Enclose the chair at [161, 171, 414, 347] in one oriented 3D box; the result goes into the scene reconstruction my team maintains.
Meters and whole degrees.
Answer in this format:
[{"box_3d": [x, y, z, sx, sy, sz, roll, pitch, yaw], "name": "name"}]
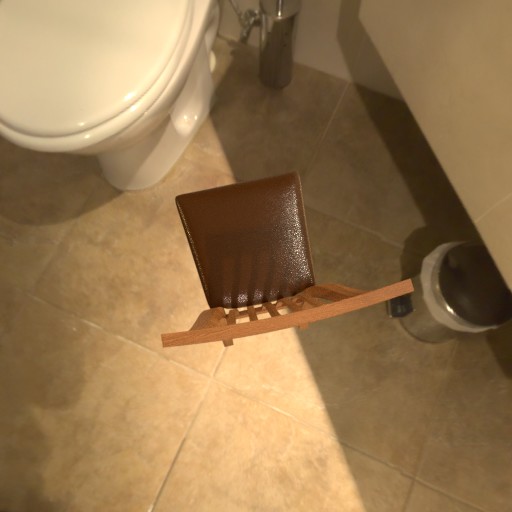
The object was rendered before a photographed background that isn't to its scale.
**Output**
[{"box_3d": [0.000, 0.000, 1.349, 0.450, 1.050, 0.580, -12, 74, -4], "name": "chair"}]
